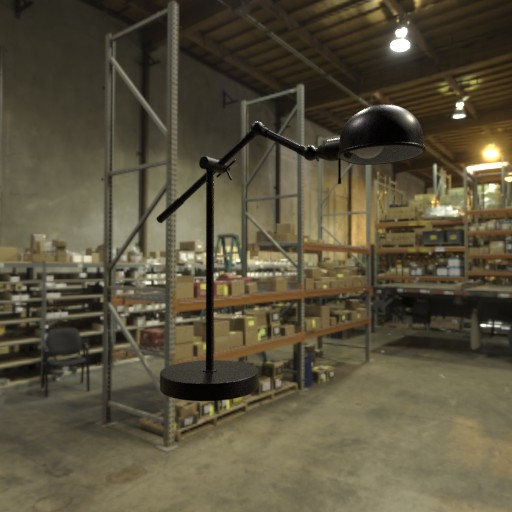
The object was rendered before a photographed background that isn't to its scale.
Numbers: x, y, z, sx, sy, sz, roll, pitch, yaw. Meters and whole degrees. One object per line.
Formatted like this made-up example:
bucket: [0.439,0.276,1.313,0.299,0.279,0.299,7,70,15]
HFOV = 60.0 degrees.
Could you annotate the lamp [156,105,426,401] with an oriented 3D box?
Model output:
lamp: [0.000,0.000,0.785,0.567,0.495,0.185,-1,-1,36]
